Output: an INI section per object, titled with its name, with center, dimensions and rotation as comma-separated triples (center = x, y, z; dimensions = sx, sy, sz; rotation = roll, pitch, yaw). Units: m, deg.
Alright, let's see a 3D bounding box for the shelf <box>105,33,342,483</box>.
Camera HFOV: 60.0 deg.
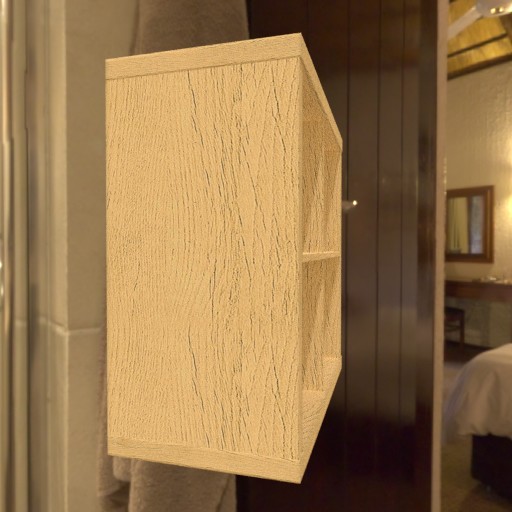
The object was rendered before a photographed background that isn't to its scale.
[shelf]
center = 0.000, 0.000, 1.206
dimensions = 0.390, 0.786, 0.790
rotation = 0, 1, 16
